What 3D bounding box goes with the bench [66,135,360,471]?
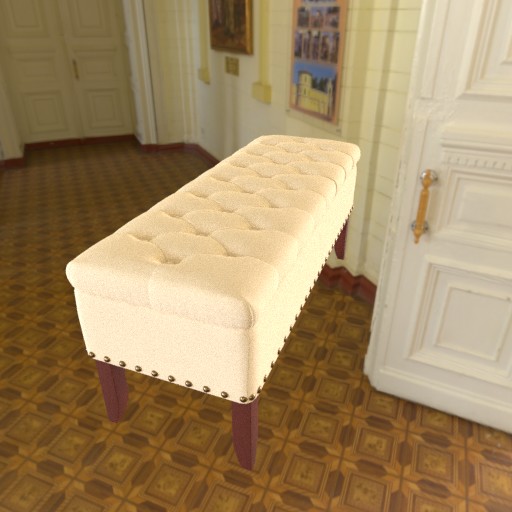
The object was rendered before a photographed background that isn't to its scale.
[{"bbox_3d":[0.000,0.000,1.304,0.400,0.470,1.054,11,31,18],"label":"bench"}]
